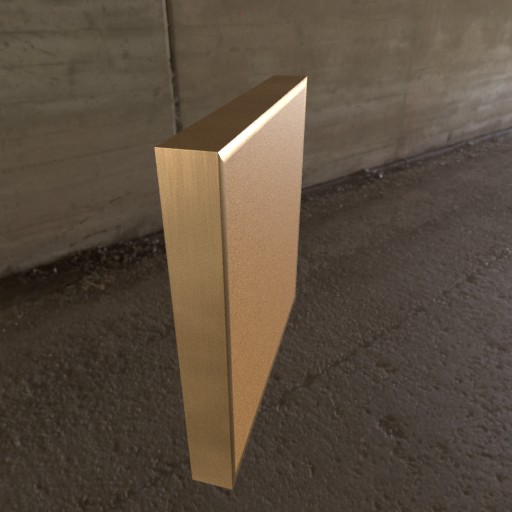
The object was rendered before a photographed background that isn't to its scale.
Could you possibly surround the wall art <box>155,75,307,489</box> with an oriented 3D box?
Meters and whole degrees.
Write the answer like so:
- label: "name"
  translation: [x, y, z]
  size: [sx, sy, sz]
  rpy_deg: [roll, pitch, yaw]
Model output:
- label: "wall art"
  translation: [0.000, 0.000, 0.450]
  size: [0.038, 0.303, 0.305]
  rpy_deg: [7, 30, 13]
